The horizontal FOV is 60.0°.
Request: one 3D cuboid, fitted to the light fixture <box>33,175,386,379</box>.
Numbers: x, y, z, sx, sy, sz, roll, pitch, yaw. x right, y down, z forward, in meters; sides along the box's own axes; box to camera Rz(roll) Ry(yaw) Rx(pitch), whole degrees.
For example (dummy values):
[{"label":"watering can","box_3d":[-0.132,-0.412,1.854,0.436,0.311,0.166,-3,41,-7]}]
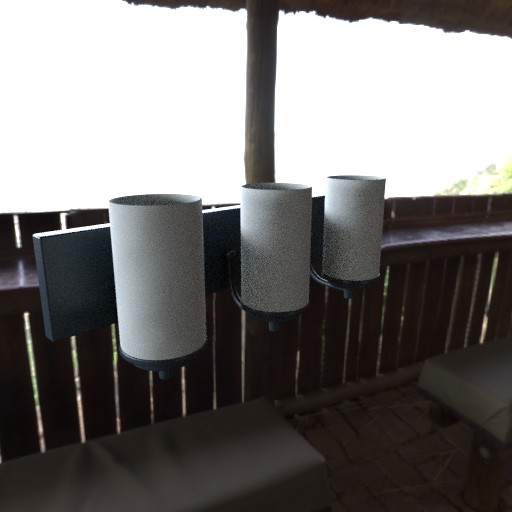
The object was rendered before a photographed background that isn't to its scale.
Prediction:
[{"label":"light fixture","box_3d":[0.000,0.000,0.534,0.451,0.172,0.145,-14,21,-43]}]
